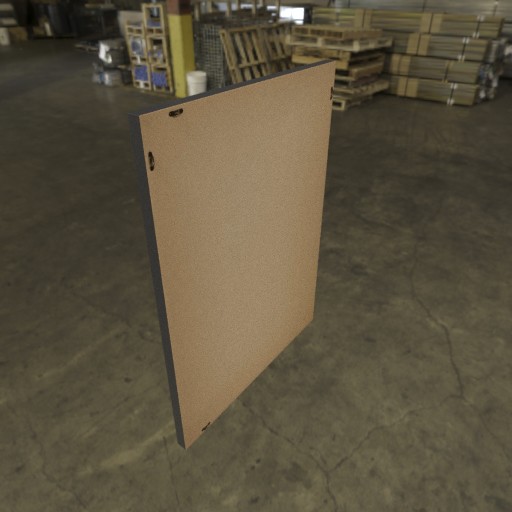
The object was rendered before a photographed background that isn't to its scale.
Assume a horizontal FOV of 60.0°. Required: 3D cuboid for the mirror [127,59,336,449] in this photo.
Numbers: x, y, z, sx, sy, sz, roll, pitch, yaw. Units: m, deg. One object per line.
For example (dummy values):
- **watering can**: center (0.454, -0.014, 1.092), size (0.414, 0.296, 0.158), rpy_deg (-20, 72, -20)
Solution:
- **mirror**: center (0.000, 0.000, 1.357), size (0.040, 1.016, 0.762), rpy_deg (22, 39, 30)
